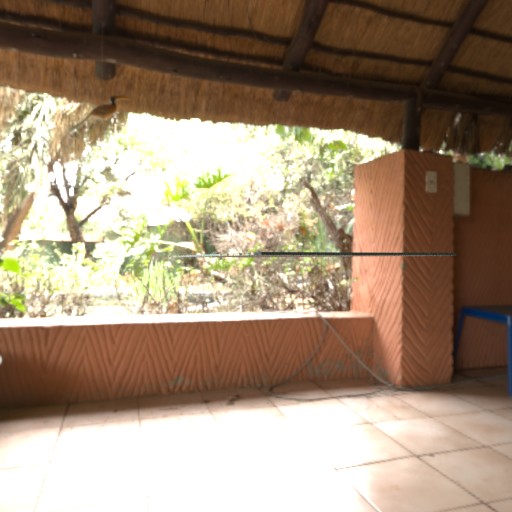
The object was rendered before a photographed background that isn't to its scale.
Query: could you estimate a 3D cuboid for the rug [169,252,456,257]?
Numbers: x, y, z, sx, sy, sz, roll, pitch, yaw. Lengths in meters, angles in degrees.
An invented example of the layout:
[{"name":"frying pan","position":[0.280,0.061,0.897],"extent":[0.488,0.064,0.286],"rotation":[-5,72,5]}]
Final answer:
[{"name":"rug","position":[0.000,0.000,2.653],"extent":[0.744,0.010,2.441],"rotation":[0,0,-18]}]
